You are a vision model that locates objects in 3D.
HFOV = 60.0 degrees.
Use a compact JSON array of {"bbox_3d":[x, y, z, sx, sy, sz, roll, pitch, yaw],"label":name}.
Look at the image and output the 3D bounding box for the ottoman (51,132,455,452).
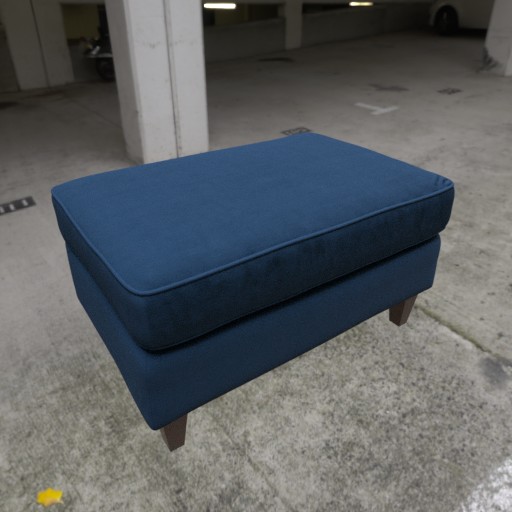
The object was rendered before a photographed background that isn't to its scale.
[{"bbox_3d":[0.000,0.000,1.189,0.862,0.484,0.583,-19,35,-30],"label":"ottoman"}]
